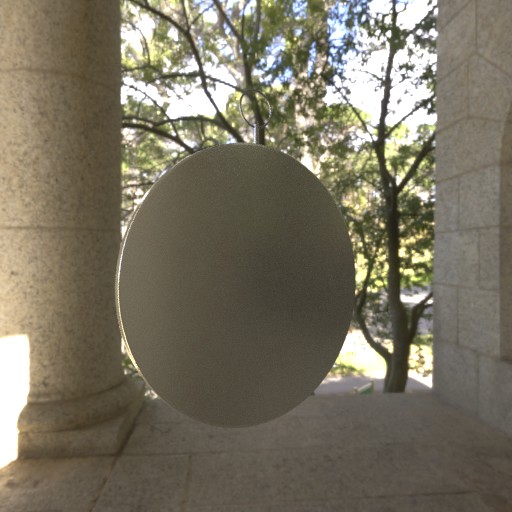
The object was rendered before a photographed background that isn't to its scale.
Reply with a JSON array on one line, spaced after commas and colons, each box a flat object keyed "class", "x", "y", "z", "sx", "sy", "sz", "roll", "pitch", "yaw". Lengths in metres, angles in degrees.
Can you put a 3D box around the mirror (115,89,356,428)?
[{"class": "mirror", "x": 0.000, "y": 0.000, "z": 0.946, "sx": 0.594, "sy": 0.713, "sz": 0.020, "roll": 0, "pitch": -1, "yaw": -35}]
